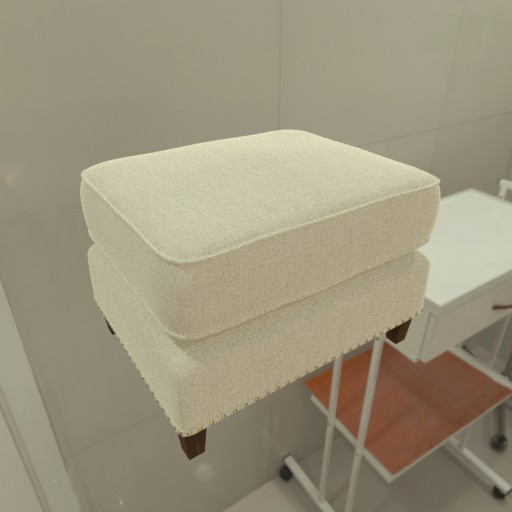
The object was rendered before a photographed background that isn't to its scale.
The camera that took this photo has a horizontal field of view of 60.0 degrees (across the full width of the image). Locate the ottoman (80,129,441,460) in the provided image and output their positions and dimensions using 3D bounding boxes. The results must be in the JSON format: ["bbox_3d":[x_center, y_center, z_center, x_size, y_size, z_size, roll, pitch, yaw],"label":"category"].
[{"bbox_3d":[0.000,0.000,1.158,0.738,0.537,0.589,-19,35,-29],"label":"ottoman"}]
